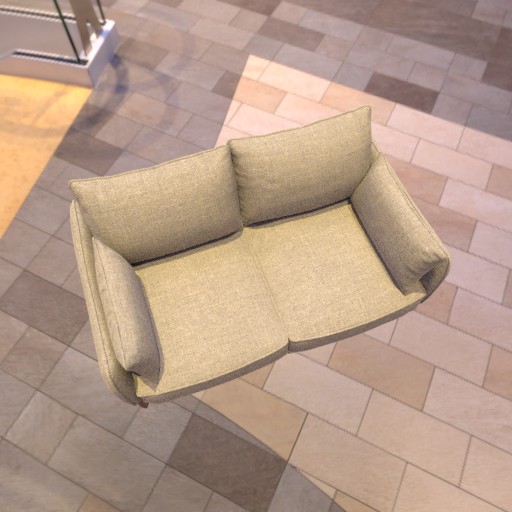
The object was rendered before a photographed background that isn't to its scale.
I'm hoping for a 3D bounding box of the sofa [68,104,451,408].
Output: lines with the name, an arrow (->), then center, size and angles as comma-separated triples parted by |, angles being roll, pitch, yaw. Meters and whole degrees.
sofa -> 0.000, 0.000, 2.133 | 1.580, 0.851, 0.972 | -18, 63, -9
